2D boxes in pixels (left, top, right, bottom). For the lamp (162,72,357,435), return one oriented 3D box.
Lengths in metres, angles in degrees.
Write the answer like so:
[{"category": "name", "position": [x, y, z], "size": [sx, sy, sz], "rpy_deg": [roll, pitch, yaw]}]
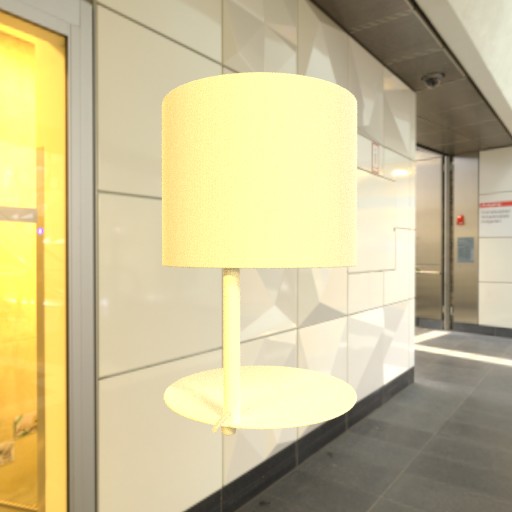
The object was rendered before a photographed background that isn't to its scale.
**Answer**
[{"category": "lamp", "position": [0.000, 0.000, 0.679], "size": [0.299, 0.454, 0.341], "rpy_deg": [0, 1, 18]}]
